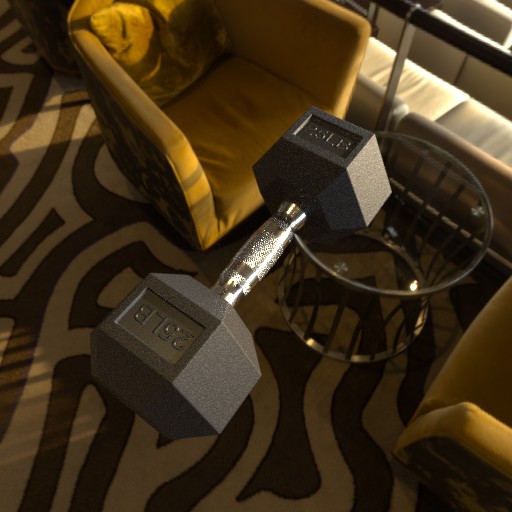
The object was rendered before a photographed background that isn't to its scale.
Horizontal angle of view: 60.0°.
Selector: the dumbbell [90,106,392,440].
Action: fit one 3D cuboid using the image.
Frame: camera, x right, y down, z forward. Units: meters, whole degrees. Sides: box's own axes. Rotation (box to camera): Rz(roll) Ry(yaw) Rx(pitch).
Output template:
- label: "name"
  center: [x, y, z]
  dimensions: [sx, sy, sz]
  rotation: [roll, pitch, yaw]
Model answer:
- label: "dumbbell"
  center: [0.000, 0.000, 0.388]
  dimensions: [0.129, 0.113, 0.315]
  rotation: [31, 63, 18]
